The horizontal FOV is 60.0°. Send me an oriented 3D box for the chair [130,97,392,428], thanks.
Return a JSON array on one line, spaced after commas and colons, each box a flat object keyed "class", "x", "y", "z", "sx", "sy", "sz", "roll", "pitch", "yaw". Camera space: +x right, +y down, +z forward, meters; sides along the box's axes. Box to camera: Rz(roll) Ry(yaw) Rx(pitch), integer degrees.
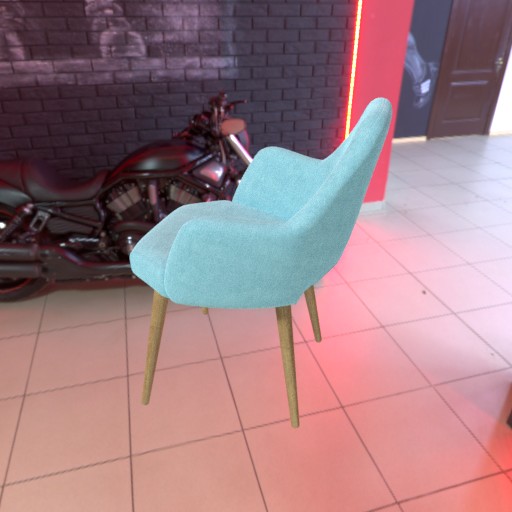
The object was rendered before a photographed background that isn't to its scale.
[{"class": "chair", "x": 0.000, "y": 0.000, "z": 1.224, "sx": 0.610, "sy": 0.840, "sz": 0.590, "roll": 8, "pitch": 30, "yaw": 15}]
